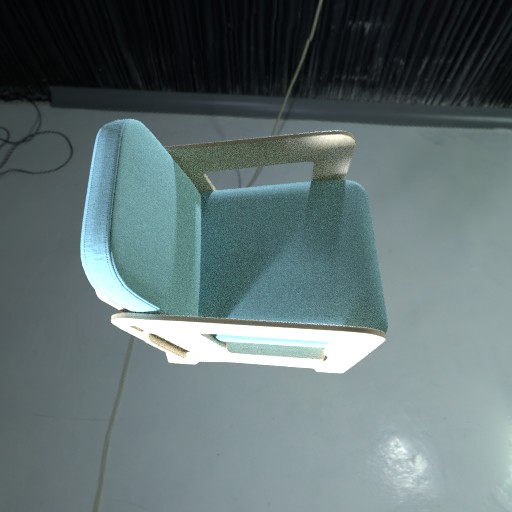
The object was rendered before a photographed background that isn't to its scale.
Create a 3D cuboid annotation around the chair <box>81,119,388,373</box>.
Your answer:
[{"bbox_3d":[0.000,0.000,1.286,0.710,0.800,0.590,-2,65,-1],"label":"chair"}]
